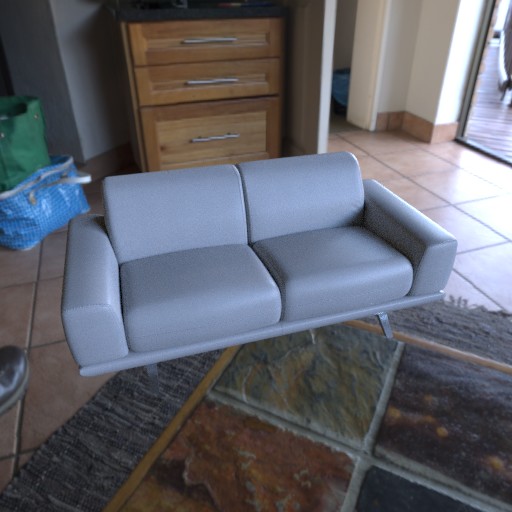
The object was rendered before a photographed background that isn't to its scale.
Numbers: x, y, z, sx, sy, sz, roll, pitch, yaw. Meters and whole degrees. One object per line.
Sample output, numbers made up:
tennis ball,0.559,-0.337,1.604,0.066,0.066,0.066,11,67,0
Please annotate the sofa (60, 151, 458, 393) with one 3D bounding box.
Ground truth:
sofa,0.000,0.000,2.399,1.901,0.772,0.900,-9,33,-15
